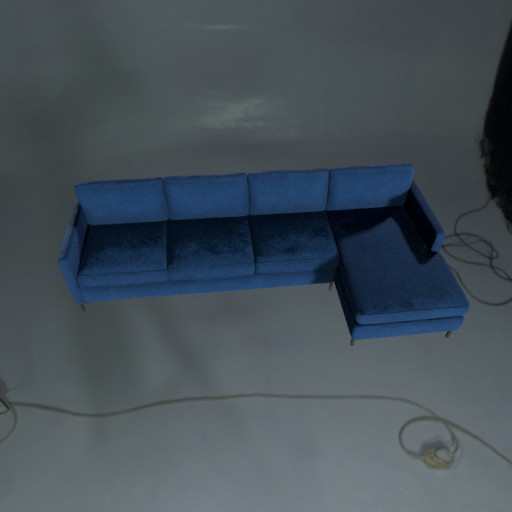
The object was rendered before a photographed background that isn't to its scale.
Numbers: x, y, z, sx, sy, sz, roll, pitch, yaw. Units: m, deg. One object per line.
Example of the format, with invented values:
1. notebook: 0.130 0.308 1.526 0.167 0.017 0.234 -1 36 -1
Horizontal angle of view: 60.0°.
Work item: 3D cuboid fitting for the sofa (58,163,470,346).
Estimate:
1. sofa: 0.000 0.000 3.469 2.932 0.810 1.350 -4 46 -4
